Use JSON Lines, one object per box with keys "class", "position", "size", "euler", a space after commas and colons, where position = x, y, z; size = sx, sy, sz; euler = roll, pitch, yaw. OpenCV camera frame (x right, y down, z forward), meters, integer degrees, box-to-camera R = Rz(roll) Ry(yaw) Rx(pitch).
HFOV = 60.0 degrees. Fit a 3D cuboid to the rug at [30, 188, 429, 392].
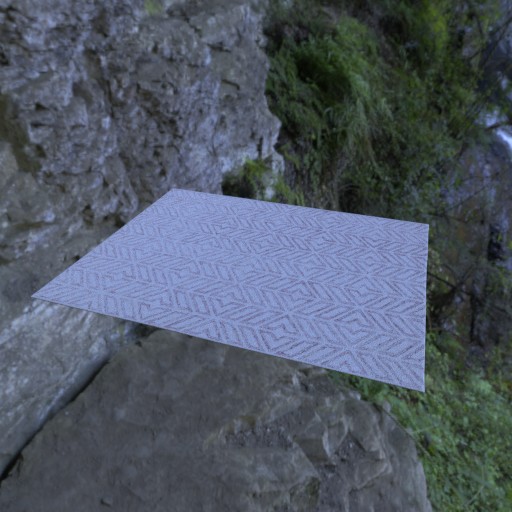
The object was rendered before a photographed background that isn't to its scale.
{"class": "rug", "position": [0.000, 0.000, 4.152], "size": [3.045, 0.008, 2.421], "euler": [10, 33, 16]}
